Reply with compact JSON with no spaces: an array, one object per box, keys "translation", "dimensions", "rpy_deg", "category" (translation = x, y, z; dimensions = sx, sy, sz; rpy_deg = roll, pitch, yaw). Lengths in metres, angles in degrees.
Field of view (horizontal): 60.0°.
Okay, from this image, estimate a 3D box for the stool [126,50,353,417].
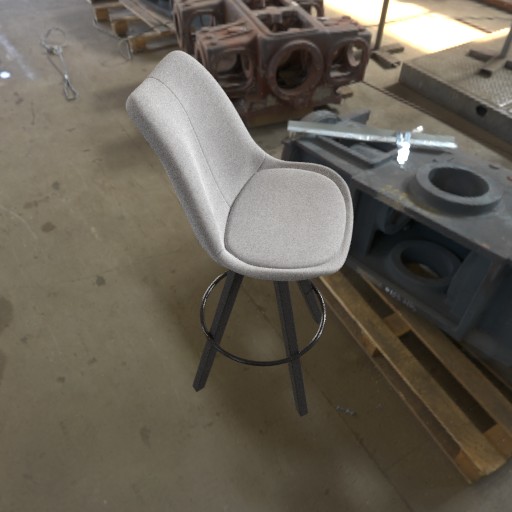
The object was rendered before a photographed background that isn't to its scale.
[{"translation":[0.000,0.000,1.393],"dimensions":[0.550,1.115,0.485],"rpy_deg":[10,48,9],"category":"stool"}]
